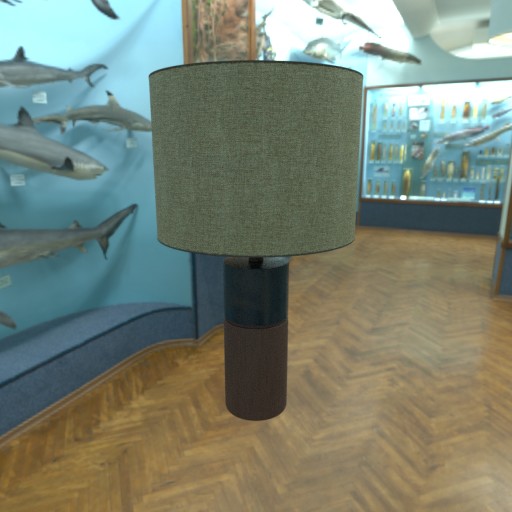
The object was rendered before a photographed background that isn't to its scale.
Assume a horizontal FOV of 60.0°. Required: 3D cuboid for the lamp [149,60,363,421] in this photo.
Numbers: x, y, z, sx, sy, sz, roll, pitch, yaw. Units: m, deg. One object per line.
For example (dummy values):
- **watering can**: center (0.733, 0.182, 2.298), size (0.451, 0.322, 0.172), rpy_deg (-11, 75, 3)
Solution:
- **lamp**: center (0.000, 0.000, 0.469), size (0.202, 0.350, 0.202), rpy_deg (0, 14, 0)
